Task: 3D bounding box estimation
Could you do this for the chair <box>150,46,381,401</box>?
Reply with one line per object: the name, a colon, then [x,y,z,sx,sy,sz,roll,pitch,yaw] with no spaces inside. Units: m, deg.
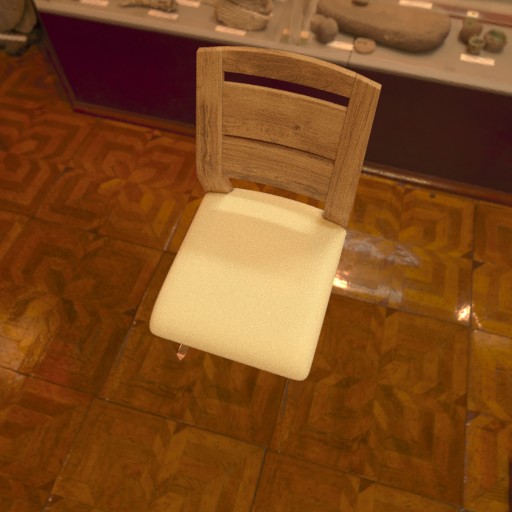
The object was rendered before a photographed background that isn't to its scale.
chair: [0.000,0.000,1.257,0.457,0.955,0.561,16,60,9]
